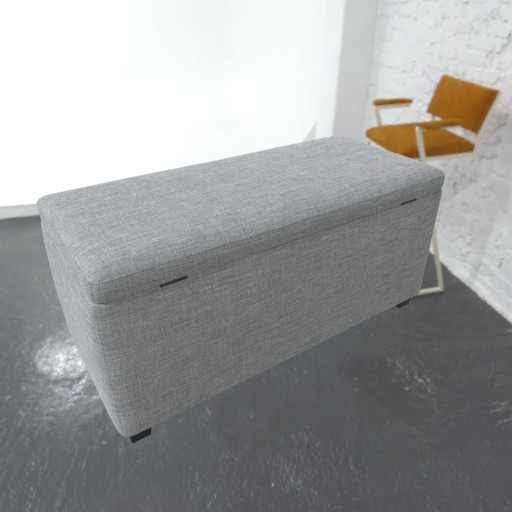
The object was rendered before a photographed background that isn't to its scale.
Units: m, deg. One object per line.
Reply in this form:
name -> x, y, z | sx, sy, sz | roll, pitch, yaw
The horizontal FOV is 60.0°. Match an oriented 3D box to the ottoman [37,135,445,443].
ottoman -> 0.000, 0.000, 1.117 | 0.902, 0.432, 0.419 | -19, 35, -29
